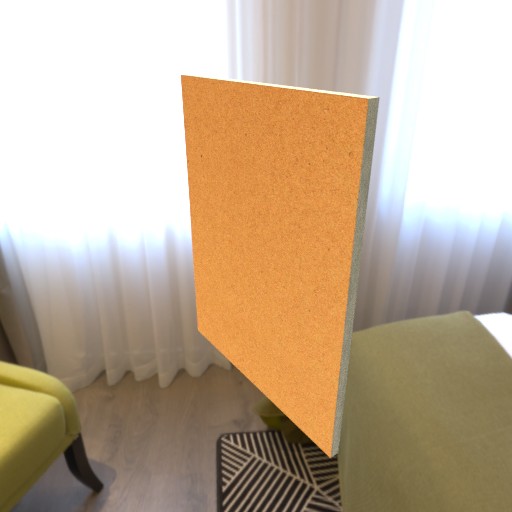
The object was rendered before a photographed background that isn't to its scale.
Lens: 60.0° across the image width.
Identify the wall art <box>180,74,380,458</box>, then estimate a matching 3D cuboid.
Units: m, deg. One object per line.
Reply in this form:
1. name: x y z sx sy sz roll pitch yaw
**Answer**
1. wall art: 0.000 0.000 0.841 0.020 0.613 0.481 -18 31 -32
